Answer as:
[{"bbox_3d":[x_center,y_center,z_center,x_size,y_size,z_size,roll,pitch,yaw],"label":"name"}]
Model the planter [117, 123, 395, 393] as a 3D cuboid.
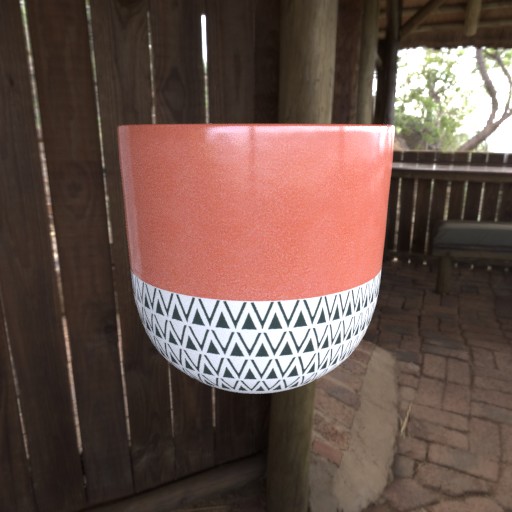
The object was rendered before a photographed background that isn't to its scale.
[{"bbox_3d":[0.000,0.000,0.479,0.266,0.270,0.266,0,16,0],"label":"planter"}]
